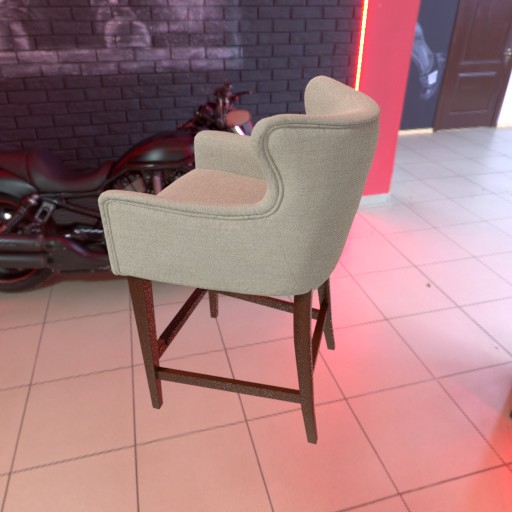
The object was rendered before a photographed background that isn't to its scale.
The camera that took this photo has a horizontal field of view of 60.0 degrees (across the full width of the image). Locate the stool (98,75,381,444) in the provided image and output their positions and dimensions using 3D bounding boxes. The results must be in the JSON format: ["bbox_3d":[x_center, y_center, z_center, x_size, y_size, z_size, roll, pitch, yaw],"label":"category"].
[{"bbox_3d":[0.000,0.000,1.382,0.637,0.987,0.615,9,32,15],"label":"stool"}]
